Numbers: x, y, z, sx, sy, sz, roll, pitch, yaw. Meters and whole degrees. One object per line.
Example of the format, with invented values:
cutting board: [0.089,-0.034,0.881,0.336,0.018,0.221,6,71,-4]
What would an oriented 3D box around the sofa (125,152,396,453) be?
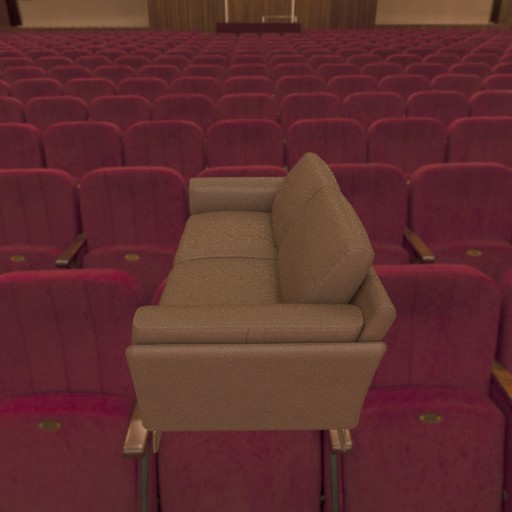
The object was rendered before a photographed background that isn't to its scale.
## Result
sofa: [0.000,0.000,2.674,1.049,0.930,2.101,0,27,-1]
